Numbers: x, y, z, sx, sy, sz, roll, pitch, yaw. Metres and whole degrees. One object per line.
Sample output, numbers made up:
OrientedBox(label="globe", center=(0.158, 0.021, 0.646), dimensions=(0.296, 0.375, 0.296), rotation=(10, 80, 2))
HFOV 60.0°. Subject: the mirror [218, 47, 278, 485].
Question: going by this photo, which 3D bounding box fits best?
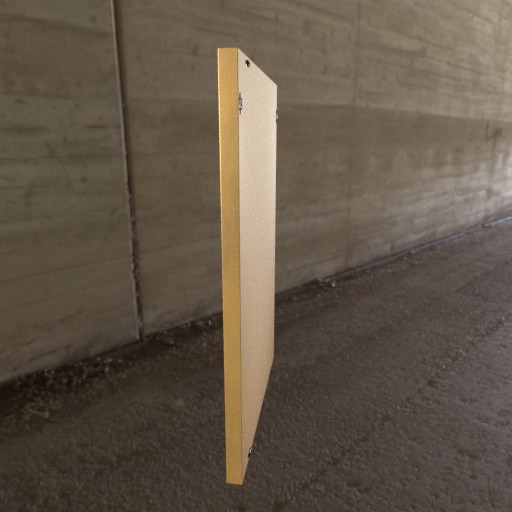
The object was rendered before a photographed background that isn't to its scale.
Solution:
OrientedBox(label="mirror", center=(0.000, 0.000, 1.181), dimensions=(0.041, 0.915, 0.609), rotation=(2, 15, 9))
